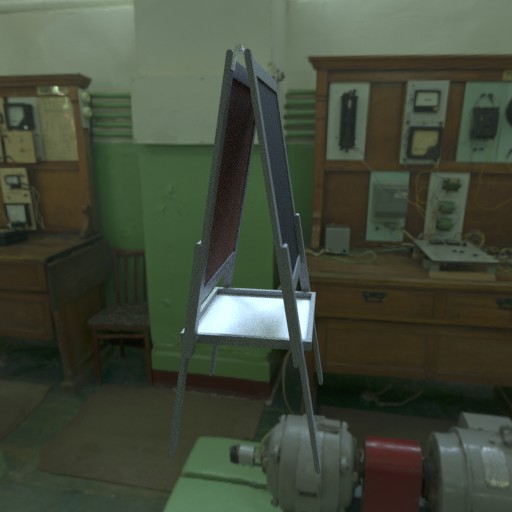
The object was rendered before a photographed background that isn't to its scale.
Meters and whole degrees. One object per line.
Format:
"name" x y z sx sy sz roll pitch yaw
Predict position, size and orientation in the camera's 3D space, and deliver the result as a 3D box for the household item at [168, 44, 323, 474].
"household item" 0.000 0.000 1.445 0.469 1.172 0.531 2 15 9
